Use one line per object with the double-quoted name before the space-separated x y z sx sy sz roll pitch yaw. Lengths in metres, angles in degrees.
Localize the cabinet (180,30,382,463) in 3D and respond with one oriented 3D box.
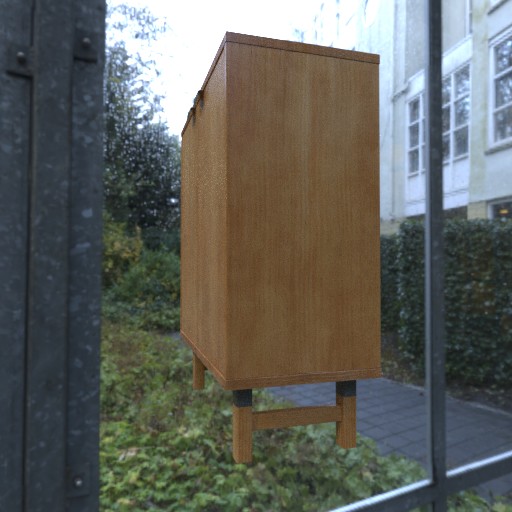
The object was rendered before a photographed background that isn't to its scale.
"cabinet" 0.000 0.000 1.428 0.419 1.001 0.800 0 -1 -17
